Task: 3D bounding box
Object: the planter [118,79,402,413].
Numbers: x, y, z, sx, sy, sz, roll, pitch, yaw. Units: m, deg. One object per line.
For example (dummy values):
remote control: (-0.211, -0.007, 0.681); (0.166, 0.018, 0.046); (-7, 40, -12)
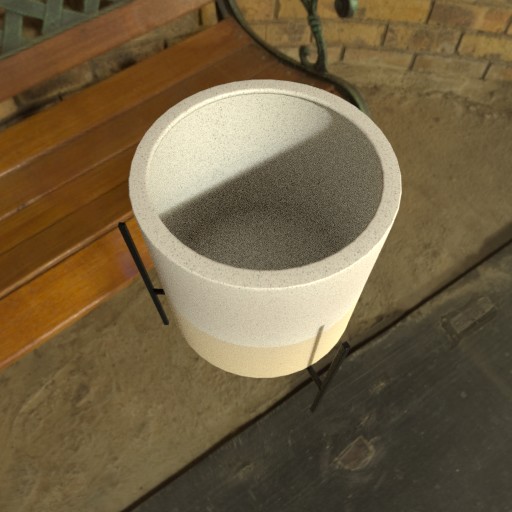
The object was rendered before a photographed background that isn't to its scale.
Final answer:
planter: (0.000, 0.000, 0.548); (0.263, 0.362, 0.267); (16, 61, 9)
